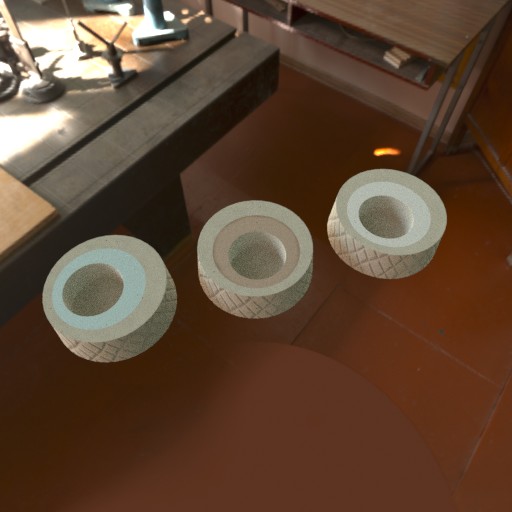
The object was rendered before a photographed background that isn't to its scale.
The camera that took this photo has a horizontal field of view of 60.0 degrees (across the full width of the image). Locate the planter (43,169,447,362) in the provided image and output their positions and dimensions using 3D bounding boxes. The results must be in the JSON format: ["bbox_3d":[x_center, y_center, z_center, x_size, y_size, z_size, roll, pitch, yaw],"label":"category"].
[{"bbox_3d":[0.000,0.000,0.426,0.390,0.038,0.114,-15,59,-9],"label":"planter"}]
